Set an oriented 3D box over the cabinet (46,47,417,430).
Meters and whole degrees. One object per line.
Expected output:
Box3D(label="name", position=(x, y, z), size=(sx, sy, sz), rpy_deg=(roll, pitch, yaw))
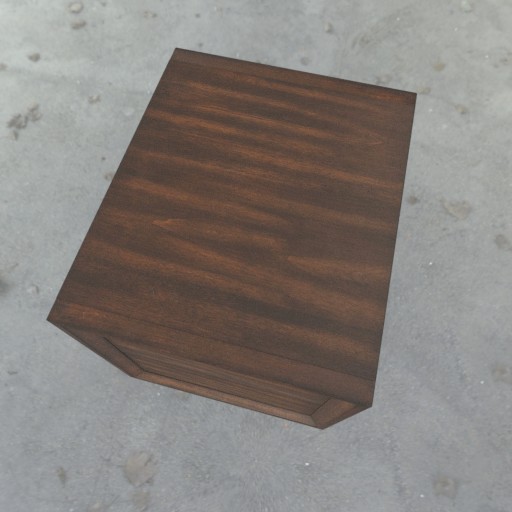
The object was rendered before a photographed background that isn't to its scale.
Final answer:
Box3D(label="cabinet", position=(0.000, 0.000, 0.829), size=(0.402, 0.455, 0.500), rpy_deg=(13, 66, 6))
